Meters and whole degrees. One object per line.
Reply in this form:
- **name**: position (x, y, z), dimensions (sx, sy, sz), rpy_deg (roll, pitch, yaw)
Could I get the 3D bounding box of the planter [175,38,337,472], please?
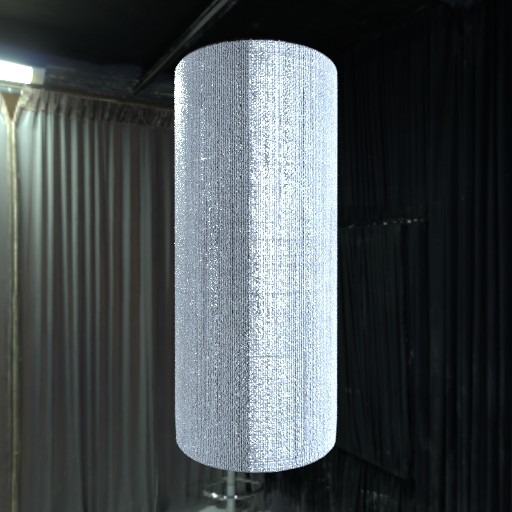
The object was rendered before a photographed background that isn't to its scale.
- **planter**: position (0.000, 0.000, 0.126), dimensions (0.045, 0.103, 0.045), rpy_deg (0, 1, -37)
